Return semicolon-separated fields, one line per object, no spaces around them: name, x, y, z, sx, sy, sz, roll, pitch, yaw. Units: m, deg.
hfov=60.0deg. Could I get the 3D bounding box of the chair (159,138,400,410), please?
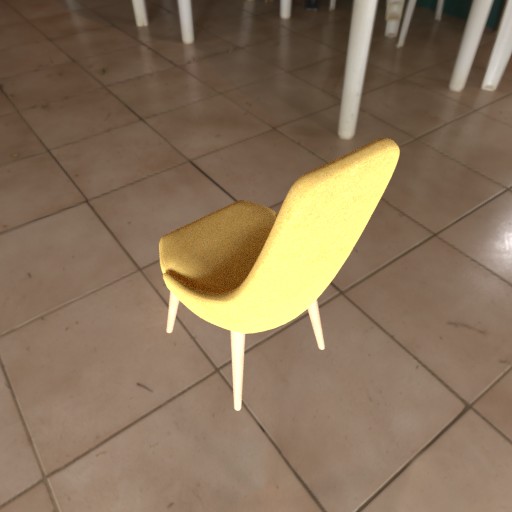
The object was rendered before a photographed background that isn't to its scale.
chair;0.000;0.000;1.409;0.510;1.040;0.660;-29;52;-26
